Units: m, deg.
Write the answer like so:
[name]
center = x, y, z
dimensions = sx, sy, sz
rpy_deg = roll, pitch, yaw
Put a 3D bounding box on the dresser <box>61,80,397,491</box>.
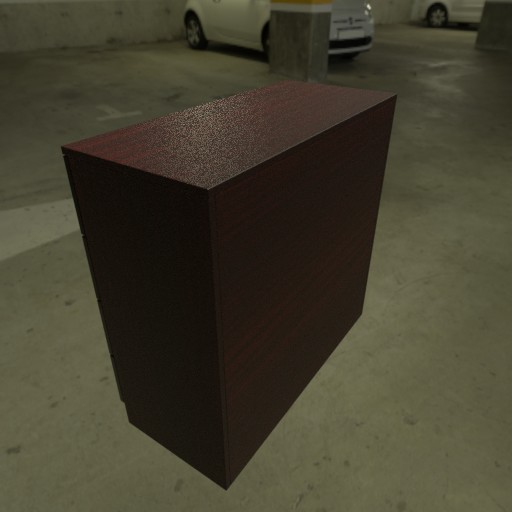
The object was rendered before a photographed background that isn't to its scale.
[dresser]
center = 0.000, 0.000, 1.144
dimensions = 0.360, 0.720, 0.750
rpy_deg = 20, 37, 29
